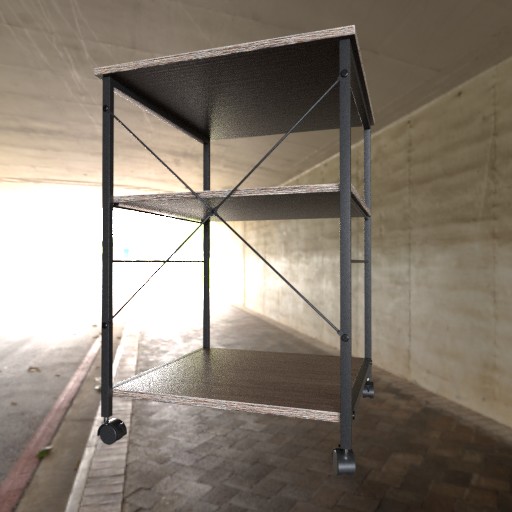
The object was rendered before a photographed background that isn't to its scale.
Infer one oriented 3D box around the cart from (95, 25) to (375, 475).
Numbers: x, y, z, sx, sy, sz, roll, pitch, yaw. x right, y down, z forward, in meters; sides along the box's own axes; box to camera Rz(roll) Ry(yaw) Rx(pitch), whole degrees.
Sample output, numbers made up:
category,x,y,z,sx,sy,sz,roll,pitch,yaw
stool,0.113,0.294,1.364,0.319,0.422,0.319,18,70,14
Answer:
category,x,y,z,sx,sy,sz,roll,pitch,yaw
cart,0.000,0.000,1.063,0.521,0.762,0.520,0,-1,18
